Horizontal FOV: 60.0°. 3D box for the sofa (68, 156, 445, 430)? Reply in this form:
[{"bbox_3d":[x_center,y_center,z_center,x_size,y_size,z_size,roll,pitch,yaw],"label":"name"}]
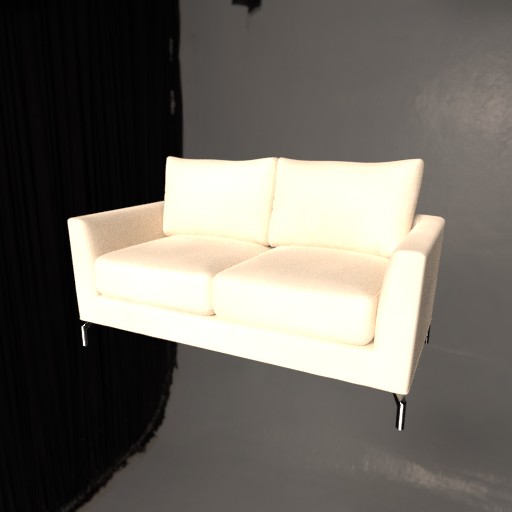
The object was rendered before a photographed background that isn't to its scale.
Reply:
[{"bbox_3d":[0.000,0.000,2.316,1.739,0.995,0.906,7,15,26],"label":"sofa"}]
